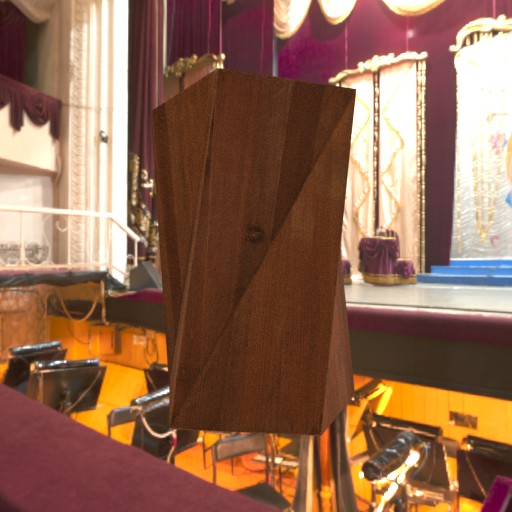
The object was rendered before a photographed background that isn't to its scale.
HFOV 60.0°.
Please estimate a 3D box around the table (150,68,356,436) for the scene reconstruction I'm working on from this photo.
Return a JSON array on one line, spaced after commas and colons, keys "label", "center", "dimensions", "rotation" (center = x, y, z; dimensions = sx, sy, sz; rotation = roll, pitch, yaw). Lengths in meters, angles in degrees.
[{"label": "table", "center": [0.000, 0.000, 0.924], "dimensions": [0.441, 0.604, 0.425], "rotation": [-1, -1, 36]}]
